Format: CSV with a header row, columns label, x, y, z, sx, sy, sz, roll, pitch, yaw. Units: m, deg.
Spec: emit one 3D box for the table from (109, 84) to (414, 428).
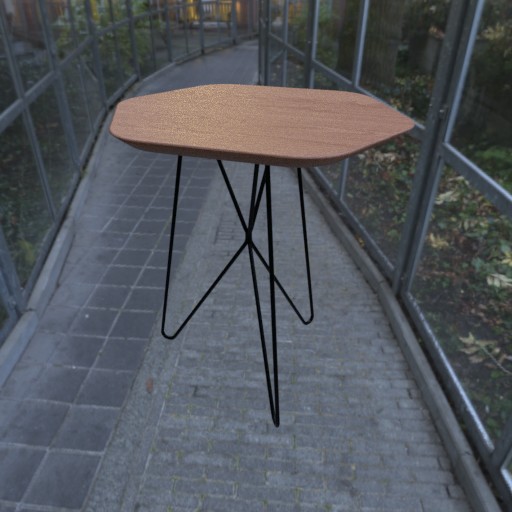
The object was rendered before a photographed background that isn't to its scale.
label,x,y,z,sx,sy,sz,roll,pitch,yaw
table,0.000,0.000,0.877,0.500,0.562,0.400,9,33,15
